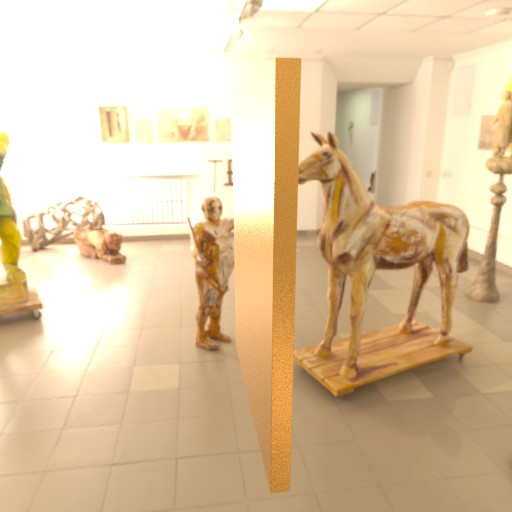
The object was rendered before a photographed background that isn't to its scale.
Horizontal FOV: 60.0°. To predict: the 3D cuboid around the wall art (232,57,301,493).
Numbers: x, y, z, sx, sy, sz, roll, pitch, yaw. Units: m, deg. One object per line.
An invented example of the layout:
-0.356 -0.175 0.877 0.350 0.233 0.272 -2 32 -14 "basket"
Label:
0.000 0.000 1.027 0.038 0.762 0.610 -2 16 -8 "wall art"
